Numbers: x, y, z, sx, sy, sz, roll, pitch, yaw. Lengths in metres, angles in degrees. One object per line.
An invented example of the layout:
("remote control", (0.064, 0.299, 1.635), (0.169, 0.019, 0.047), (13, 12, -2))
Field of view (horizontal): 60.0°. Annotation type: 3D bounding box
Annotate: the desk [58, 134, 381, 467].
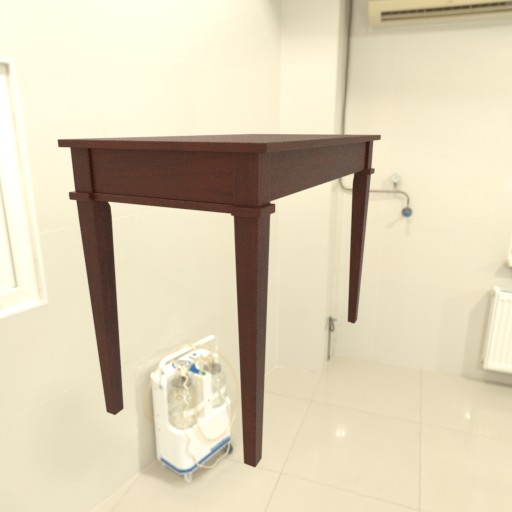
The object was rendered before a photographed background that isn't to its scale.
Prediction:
("desk", (0.000, 0.000, 1.465), (0.549, 0.762, 1.001), (8, 18, 26))
